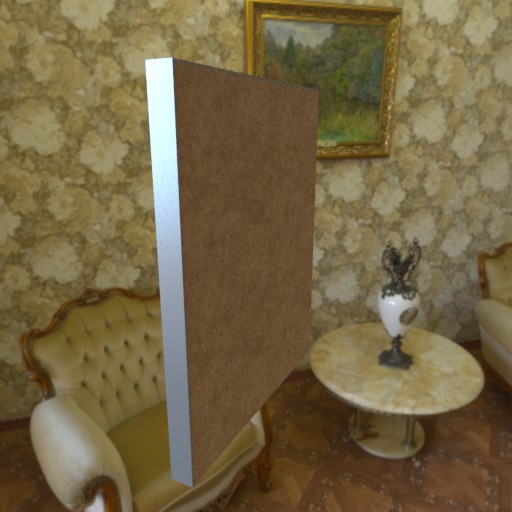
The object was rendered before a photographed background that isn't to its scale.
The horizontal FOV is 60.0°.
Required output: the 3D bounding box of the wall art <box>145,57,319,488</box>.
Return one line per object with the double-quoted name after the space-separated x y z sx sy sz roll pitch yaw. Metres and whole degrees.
0.000 0.000 0.744 0.037 0.554 0.453 8 18 26 "wall art"
